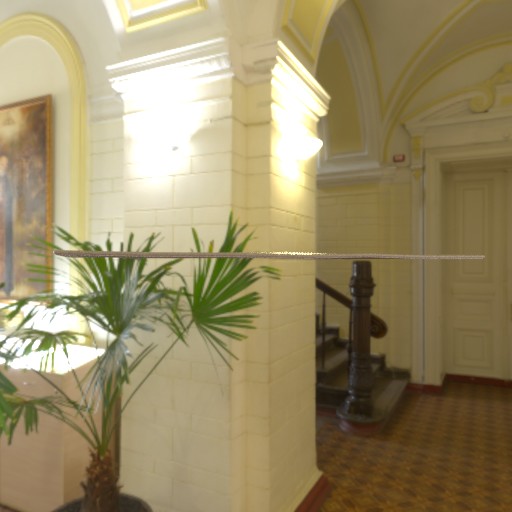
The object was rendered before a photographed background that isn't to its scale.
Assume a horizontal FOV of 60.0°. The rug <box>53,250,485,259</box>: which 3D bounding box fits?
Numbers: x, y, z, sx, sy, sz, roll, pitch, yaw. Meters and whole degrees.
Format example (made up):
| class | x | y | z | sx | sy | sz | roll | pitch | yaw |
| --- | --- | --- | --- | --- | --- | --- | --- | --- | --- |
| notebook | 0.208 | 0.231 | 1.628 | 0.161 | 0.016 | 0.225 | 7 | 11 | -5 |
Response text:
| class | x | y | z | sx | sy | sz | roll | pitch | yaw |
| --- | --- | --- | --- | --- | --- | --- | --- | --- | --- |
| rug | 0.000 | 0.000 | 2.351 | 1.829 | 0.034 | 1.252 | 0 | -1 | -18 |
